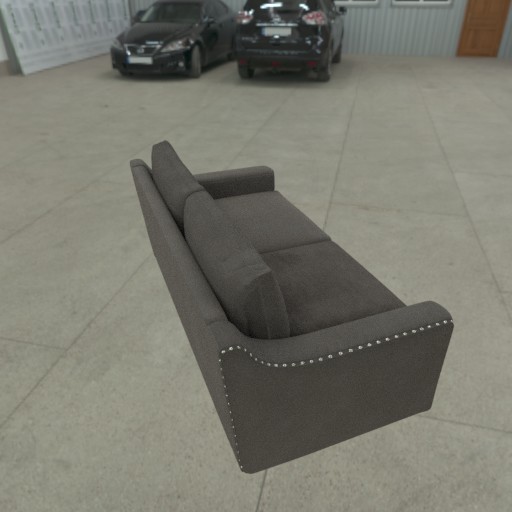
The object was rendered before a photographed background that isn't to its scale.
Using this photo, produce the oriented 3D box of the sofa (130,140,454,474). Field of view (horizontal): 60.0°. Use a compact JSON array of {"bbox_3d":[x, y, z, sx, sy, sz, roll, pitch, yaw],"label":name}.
[{"bbox_3d":[0.000,0.000,3.205,1.336,1.196,2.550,-12,33,-19],"label":"sofa"}]
